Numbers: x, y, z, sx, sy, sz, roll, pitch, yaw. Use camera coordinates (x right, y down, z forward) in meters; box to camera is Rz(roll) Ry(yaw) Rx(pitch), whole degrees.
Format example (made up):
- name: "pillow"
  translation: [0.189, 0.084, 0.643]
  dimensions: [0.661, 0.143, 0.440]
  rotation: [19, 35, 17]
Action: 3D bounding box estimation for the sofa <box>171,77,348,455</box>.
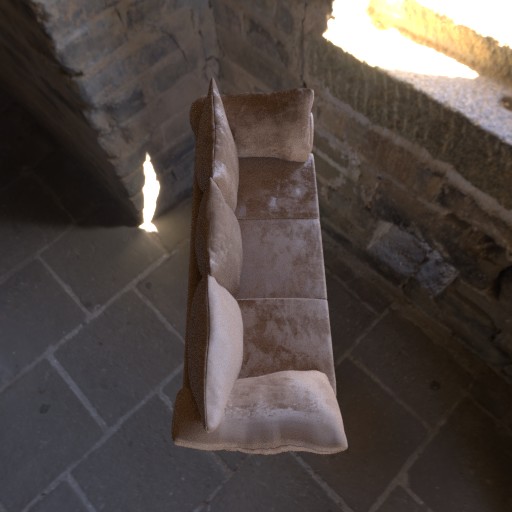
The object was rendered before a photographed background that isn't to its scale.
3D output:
- name: "sofa"
  translation: [0.000, 0.000, 2.874]
  dimensions: [0.893, 0.981, 2.377]
  rotation: [-1, 64, 0]
